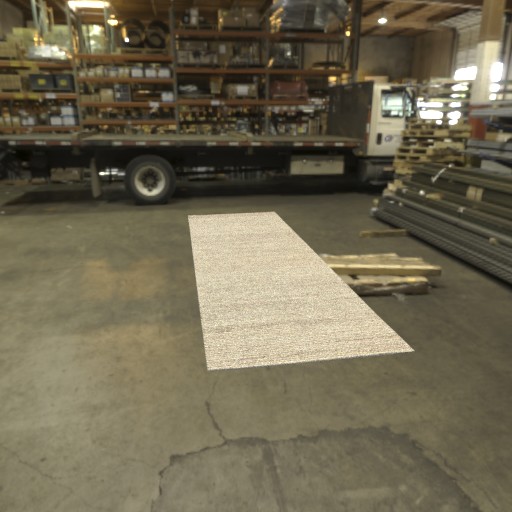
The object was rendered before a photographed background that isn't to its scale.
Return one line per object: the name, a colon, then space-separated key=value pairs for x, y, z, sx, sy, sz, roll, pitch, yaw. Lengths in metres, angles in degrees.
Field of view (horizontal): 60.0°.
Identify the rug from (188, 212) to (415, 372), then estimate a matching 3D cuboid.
rug: x=0.000 y=0.000 z=2.637 sx=0.741 sy=0.014 sz=2.390 roll=-3 pitch=18 yaw=-9
